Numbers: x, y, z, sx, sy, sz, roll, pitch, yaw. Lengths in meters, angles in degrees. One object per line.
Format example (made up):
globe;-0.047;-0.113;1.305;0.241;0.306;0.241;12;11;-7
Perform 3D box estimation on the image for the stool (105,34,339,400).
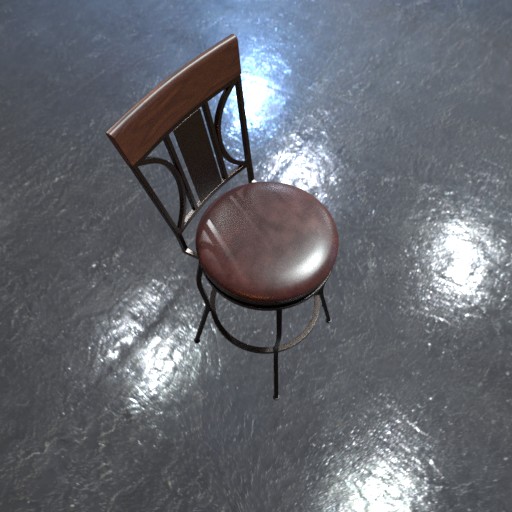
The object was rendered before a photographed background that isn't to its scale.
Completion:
stool;0.000;0.000;1.443;0.513;1.130;0.448;31;63;18
